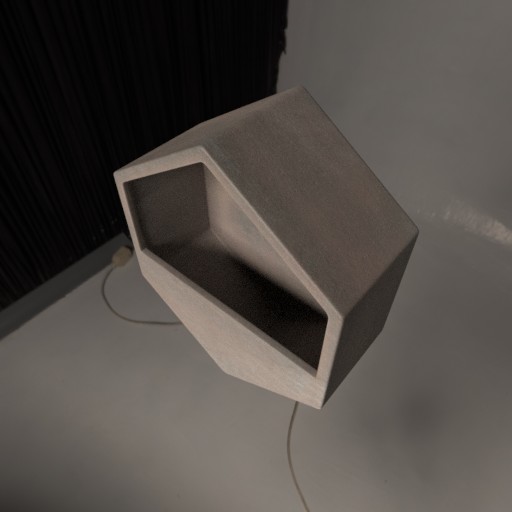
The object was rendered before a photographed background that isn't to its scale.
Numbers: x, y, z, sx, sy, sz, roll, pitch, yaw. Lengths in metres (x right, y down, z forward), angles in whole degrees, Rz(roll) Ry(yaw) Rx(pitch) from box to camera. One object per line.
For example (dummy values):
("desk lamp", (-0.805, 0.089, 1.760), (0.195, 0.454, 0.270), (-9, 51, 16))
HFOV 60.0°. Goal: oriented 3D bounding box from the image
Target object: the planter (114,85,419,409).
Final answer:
("planter", (0.000, 0.000, 0.293), (0.169, 0.206, 0.077), (32, 55, 26))
